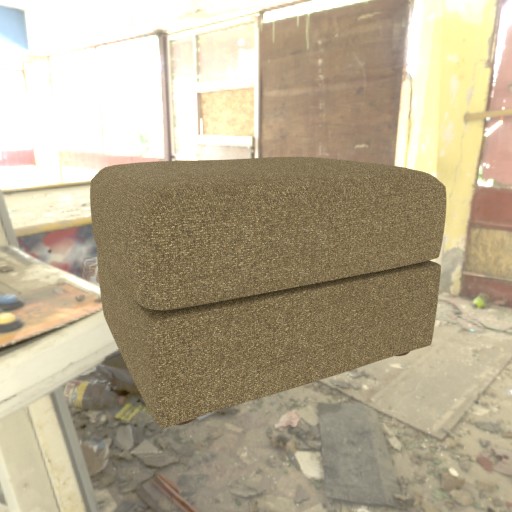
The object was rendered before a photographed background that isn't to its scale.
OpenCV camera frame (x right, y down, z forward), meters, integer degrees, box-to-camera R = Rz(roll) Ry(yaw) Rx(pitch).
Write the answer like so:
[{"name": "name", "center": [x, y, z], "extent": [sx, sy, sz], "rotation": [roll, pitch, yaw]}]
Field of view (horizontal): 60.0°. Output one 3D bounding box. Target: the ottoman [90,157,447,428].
[{"name": "ottoman", "center": [0.000, 0.000, 1.145], "extent": [0.742, 0.476, 0.598], "rotation": [-8, 18, -27]}]
